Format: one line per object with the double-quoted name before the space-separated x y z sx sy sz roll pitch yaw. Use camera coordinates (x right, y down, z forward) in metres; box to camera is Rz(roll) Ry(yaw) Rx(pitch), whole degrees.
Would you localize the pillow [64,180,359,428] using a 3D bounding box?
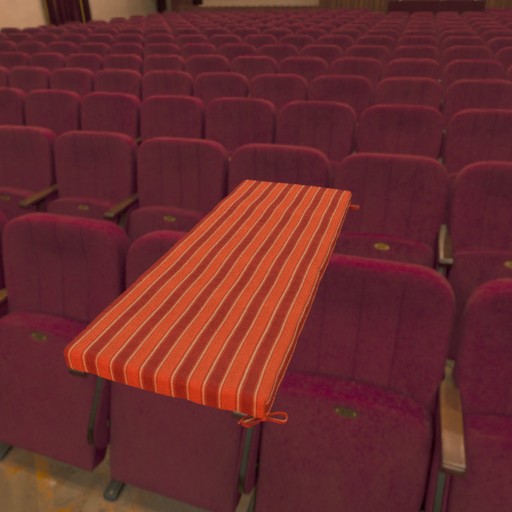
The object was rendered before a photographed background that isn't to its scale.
"pillow" 0.000 0.000 1.351 0.492 0.081 1.187 9 30 16
